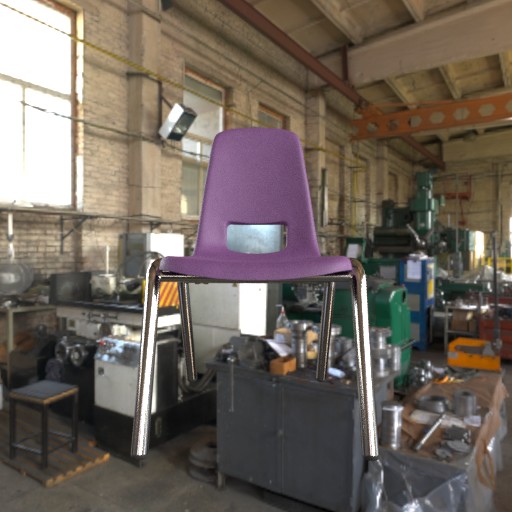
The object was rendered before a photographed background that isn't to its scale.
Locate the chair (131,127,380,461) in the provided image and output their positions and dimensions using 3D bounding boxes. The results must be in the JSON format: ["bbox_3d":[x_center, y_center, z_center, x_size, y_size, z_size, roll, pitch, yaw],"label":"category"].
[{"bbox_3d":[0.000,0.000,0.831,0.356,0.584,0.419,0,0,0],"label":"chair"}]
